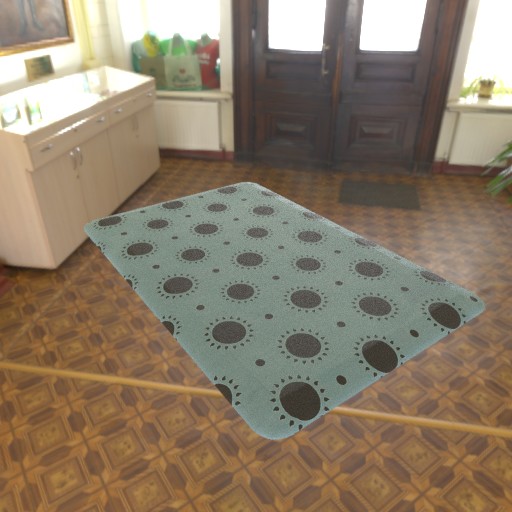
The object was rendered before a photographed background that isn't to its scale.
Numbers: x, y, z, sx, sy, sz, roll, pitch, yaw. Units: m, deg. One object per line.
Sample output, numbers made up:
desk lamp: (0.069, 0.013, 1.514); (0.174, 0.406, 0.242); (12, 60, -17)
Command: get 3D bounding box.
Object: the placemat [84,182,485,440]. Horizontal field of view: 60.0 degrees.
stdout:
placemat: (0.000, 0.000, 0.934); (0.508, 0.021, 0.762); (-20, 36, -30)
